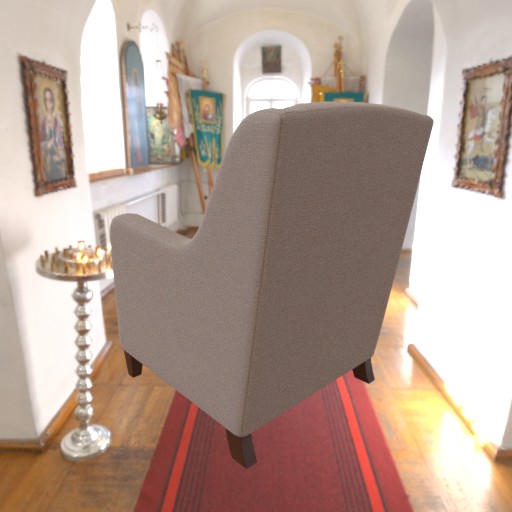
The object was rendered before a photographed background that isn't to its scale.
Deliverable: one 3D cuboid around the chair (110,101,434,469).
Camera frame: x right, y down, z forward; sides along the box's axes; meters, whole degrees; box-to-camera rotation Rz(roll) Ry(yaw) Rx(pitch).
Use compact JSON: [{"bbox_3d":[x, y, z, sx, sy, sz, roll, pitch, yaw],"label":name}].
[{"bbox_3d":[0.000,0.000,1.590,0.715,1.017,0.896,-15,22,-42],"label":"chair"}]
